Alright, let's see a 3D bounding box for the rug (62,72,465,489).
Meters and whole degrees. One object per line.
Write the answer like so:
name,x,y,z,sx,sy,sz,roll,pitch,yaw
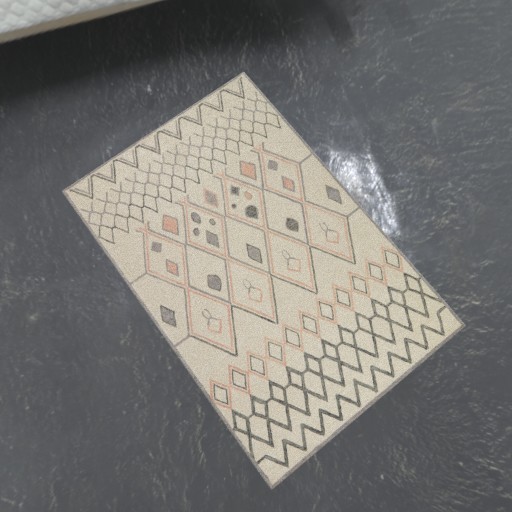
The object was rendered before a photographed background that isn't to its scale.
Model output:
rug,0.000,0.000,2.284,1.219,0.016,1.829,-36,78,-9
